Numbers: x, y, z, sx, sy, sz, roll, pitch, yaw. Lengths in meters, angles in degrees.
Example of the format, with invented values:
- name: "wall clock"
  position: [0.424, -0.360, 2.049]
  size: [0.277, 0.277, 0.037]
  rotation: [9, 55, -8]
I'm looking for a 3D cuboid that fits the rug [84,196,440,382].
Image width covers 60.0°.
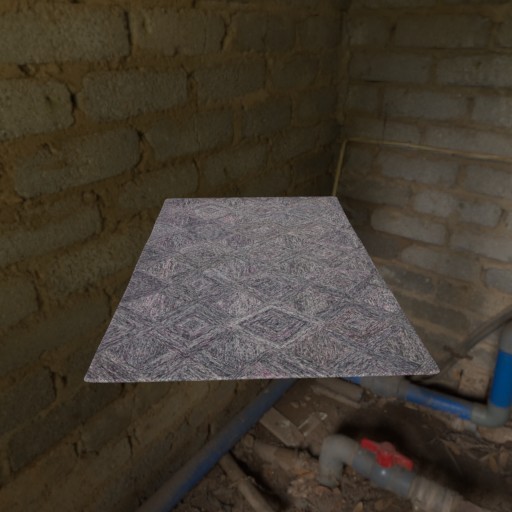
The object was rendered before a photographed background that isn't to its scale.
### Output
- name: "rug"
  position: [0.000, 0.000, 2.201]
  size: [1.158, 0.013, 1.752]
  rotation: [-1, 26, -2]
